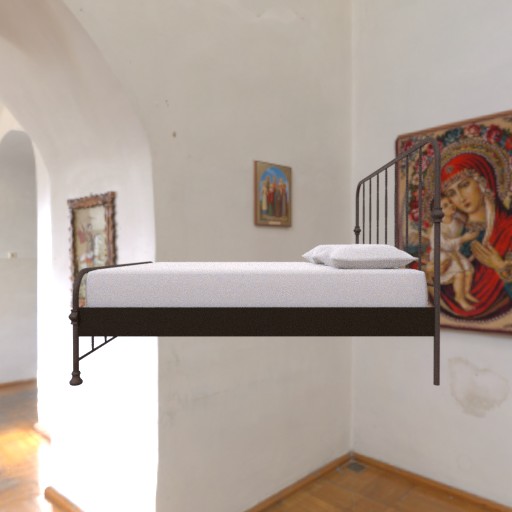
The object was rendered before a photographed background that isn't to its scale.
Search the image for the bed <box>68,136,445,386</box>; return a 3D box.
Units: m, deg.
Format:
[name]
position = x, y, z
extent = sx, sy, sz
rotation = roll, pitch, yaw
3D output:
[bed]
position = 0.000, 0.000, 3.504
extent = 2.134, 1.446, 2.044
rotation = 0, 1, 0
